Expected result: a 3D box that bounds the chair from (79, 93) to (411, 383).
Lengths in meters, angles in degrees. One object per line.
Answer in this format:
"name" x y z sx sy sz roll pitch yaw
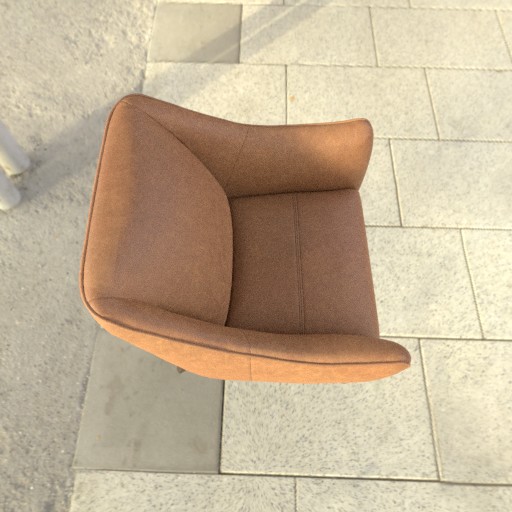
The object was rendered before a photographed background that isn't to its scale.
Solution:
"chair" 0.000 0.000 1.519 0.852 0.830 0.871 -1 64 0
